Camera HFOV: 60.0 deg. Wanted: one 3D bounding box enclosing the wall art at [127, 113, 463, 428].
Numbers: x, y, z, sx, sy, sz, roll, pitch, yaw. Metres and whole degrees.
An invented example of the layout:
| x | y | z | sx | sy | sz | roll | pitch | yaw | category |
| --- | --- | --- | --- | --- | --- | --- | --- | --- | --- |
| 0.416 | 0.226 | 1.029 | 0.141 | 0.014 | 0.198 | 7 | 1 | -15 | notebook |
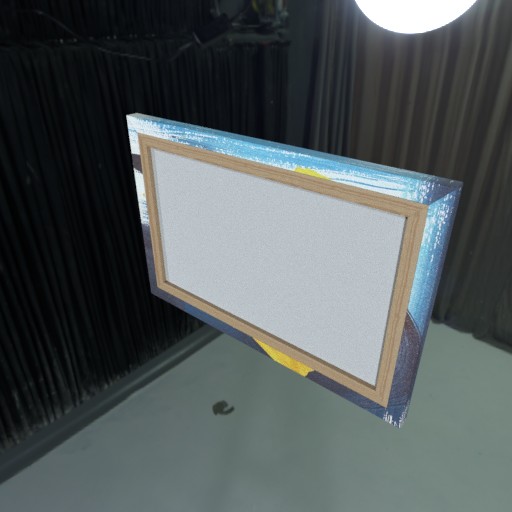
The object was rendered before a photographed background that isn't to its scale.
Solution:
| x | y | z | sx | sy | sz | roll | pitch | yaw | category |
| --- | --- | --- | --- | --- | --- | --- | --- | --- | --- |
| 0.000 | 0.000 | 1.172 | 0.914 | 0.610 | 0.039 | 22 | 36 | 33 | wall art |
